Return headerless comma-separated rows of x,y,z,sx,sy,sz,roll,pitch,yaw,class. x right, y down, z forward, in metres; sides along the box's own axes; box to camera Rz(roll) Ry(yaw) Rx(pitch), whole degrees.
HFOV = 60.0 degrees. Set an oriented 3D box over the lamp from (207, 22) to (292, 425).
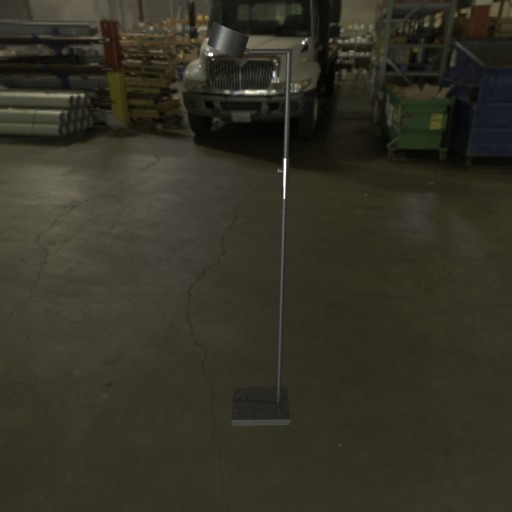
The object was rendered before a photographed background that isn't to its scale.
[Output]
0.000,0.000,1.714,0.304,1.600,0.203,0,27,-1,lamp
